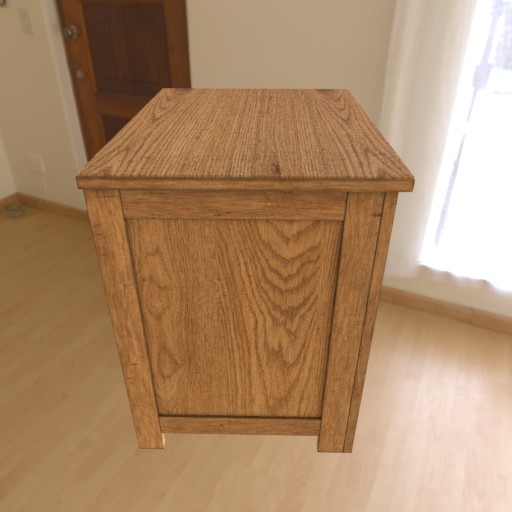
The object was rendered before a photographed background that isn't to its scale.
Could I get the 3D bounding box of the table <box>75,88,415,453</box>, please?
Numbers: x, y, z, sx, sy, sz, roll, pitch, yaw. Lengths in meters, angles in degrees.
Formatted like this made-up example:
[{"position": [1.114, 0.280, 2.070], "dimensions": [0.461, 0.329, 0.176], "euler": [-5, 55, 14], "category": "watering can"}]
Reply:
[{"position": [0.000, 0.000, 1.028], "dimensions": [0.494, 0.625, 0.601], "euler": [1, 31, 1], "category": "table"}]
